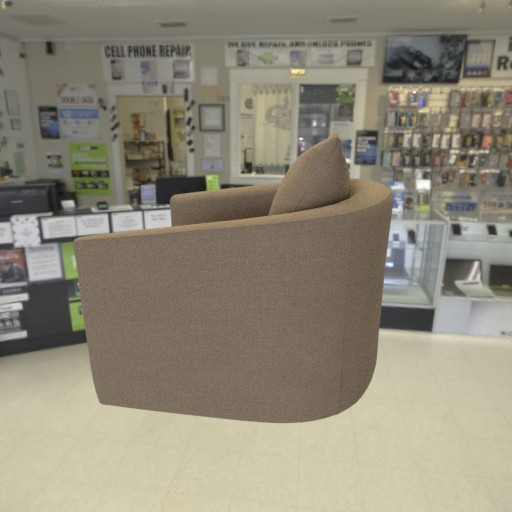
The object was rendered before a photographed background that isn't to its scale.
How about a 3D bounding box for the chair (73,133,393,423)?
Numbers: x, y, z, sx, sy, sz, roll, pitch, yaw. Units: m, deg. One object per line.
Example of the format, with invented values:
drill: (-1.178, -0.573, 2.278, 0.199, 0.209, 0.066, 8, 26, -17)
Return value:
chair: (0.000, 0.000, 1.592, 0.910, 0.848, 0.845, 3, 17, 10)
